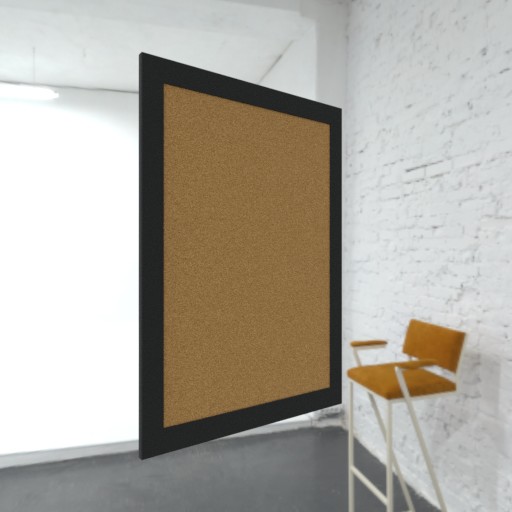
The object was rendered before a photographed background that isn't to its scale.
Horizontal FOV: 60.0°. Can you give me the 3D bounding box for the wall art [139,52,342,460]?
[{"bbox_3d":[0.000,0.000,0.688,0.374,0.529,0.012,0,0,-36],"label":"wall art"}]
